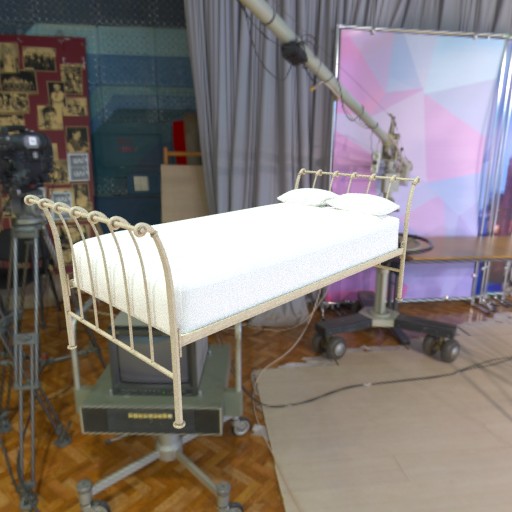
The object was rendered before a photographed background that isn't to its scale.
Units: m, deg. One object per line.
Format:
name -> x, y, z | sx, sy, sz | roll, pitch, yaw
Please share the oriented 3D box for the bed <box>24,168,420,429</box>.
bed -> 0.000, 0.000, 2.710 | 1.032, 0.873, 2.228 | 15, 21, 42
